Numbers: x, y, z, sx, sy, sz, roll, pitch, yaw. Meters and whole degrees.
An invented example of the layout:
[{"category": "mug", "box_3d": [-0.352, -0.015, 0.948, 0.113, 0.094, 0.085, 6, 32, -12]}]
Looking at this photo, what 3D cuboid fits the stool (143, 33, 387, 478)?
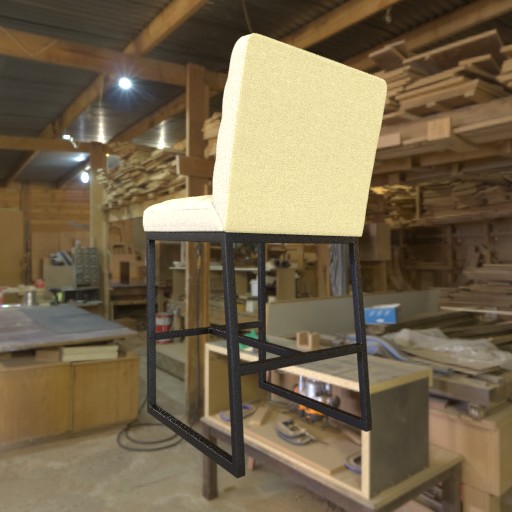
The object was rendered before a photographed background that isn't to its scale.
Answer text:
[{"category": "stool", "box_3d": [0.000, 0.000, 1.251, 0.460, 0.940, 0.560, 0, 0, -36]}]
